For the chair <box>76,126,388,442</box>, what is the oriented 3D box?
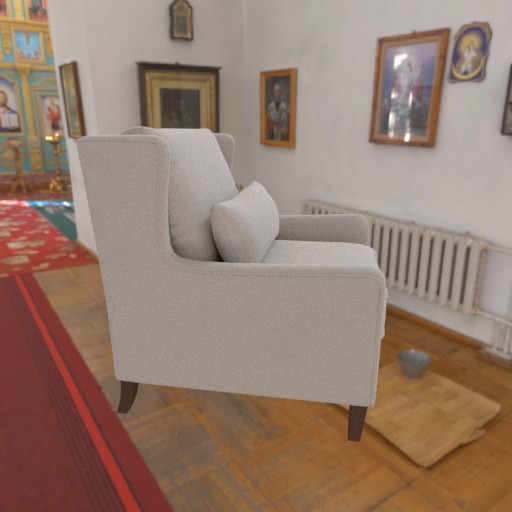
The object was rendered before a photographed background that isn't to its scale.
[{"bbox_3d":[0.000,0.000,1.892,1.040,1.056,0.982,3,16,10],"label":"chair"}]
